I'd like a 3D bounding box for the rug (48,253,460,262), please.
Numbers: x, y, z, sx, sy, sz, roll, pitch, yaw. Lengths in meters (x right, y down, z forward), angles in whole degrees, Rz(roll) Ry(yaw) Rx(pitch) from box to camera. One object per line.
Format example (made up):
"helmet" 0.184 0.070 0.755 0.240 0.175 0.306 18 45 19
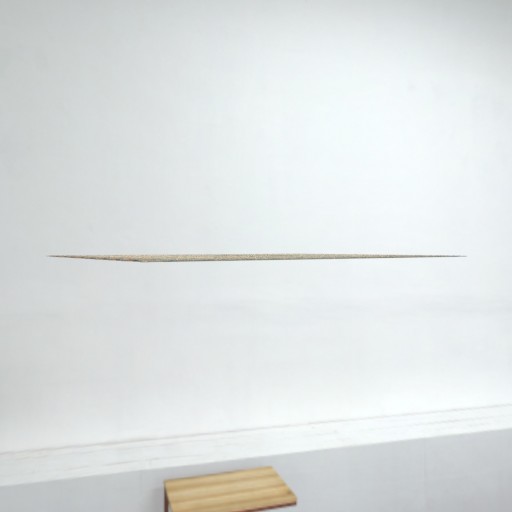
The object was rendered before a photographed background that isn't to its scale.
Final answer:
"rug" 0.000 0.000 4.204 3.221 0.011 2.379 -1 1 -36
